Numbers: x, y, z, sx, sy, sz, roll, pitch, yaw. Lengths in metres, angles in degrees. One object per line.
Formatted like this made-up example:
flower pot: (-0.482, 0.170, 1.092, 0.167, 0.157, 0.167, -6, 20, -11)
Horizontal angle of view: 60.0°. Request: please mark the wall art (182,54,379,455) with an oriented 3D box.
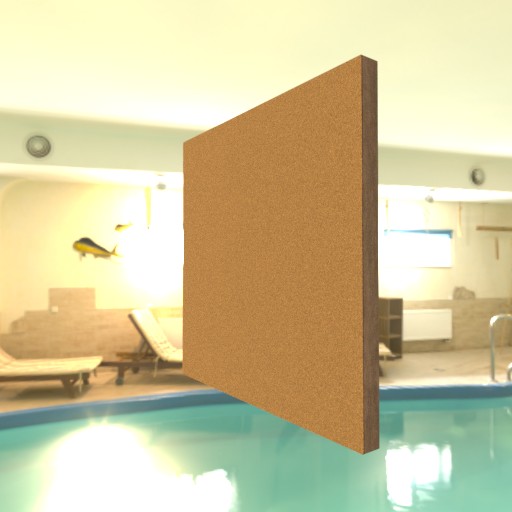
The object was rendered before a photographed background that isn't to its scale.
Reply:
wall art: (0.000, 0.000, 1.148, 0.050, 0.751, 0.749, 1, -1, -36)
